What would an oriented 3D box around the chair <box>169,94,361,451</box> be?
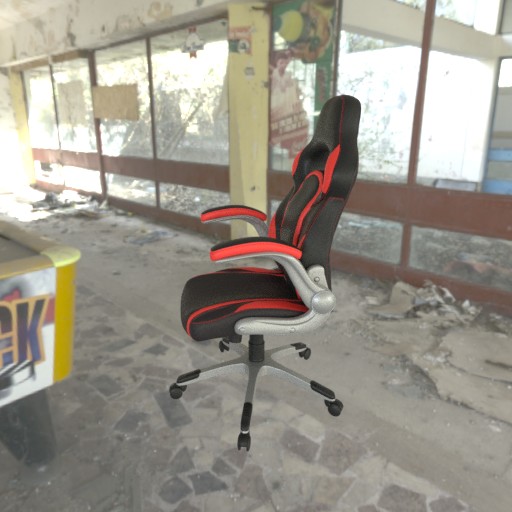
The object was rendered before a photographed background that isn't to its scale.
[{"bbox_3d":[0.000,0.000,1.694,0.712,1.165,0.758,-3,17,-9],"label":"chair"}]
